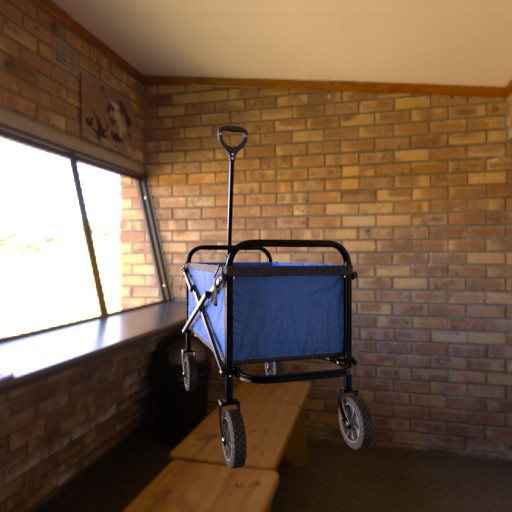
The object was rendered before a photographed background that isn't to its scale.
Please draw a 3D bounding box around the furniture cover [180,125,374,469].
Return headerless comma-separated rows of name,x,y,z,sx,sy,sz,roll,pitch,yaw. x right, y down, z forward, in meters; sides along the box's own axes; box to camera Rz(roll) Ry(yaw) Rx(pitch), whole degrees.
furniture cover,0.000,0.000,1.850,0.532,1.295,1.038,0,0,-18
